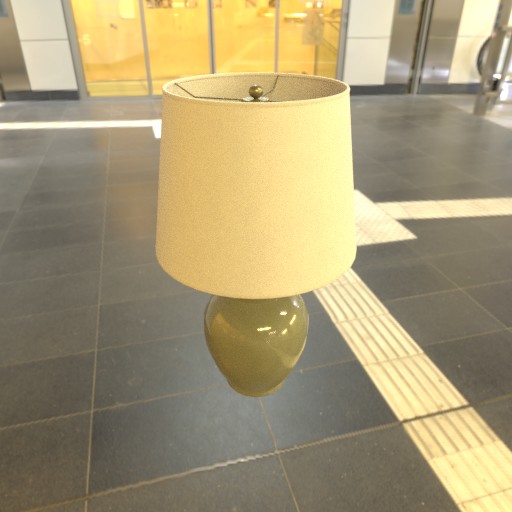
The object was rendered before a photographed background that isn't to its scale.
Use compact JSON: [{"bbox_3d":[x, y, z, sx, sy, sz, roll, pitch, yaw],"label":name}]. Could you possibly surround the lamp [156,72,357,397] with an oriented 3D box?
[{"bbox_3d":[0.000,0.000,0.548,0.239,0.399,0.239,0,30,0],"label":"lamp"}]
